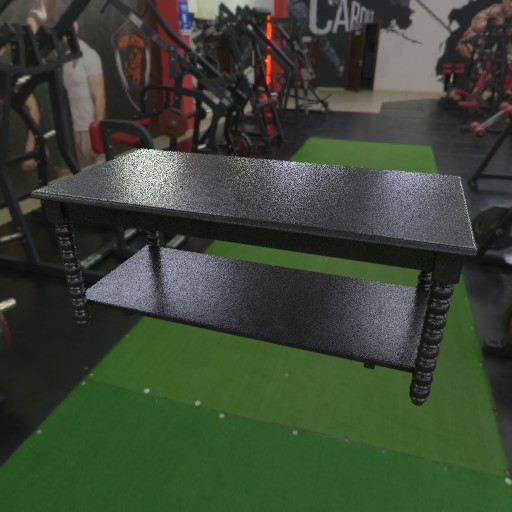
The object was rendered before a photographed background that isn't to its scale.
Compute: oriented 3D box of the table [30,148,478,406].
[{"bbox_3d":[0.000,0.000,1.435,1.171,0.487,0.580,9,28,17],"label":"table"}]
